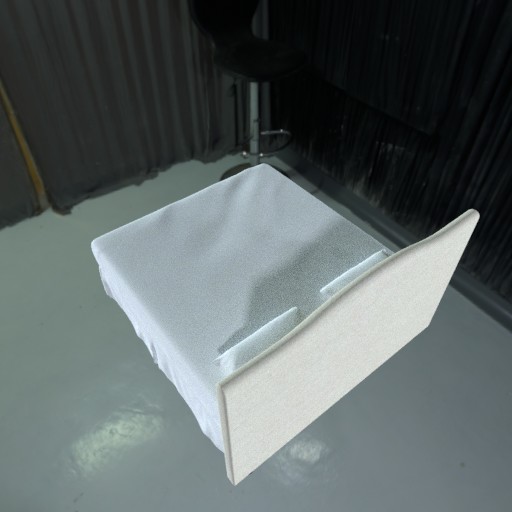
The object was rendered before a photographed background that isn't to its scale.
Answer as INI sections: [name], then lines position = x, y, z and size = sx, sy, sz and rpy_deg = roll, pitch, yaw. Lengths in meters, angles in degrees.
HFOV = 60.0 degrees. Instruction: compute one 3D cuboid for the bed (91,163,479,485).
[bed]
position = 0.000, 0.000, 3.501
size = 2.083, 1.421, 2.182
rpy_deg = -29, 52, -26
